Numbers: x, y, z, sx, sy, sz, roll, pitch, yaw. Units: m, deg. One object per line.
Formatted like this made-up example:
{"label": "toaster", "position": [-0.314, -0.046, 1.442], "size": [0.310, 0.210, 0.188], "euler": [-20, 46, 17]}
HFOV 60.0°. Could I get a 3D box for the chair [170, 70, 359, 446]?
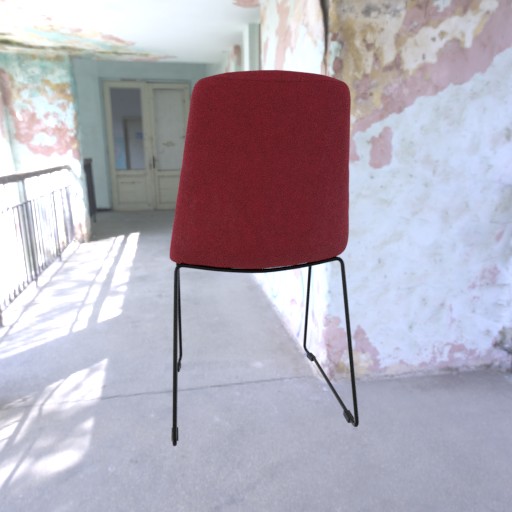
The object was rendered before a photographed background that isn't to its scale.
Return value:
{"label": "chair", "position": [0.000, 0.000, 1.186], "size": [0.479, 0.858, 0.518], "euler": [-2, 15, -9]}
